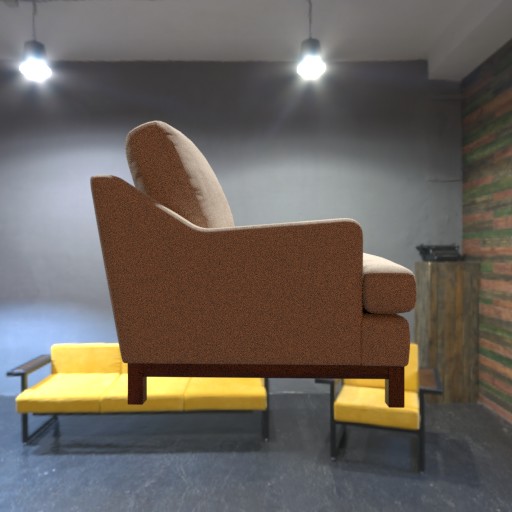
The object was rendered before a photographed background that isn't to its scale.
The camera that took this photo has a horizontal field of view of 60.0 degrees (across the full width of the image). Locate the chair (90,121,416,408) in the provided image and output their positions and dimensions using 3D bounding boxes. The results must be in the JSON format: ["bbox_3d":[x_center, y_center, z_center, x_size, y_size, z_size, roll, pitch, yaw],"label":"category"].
[{"bbox_3d":[0.000,0.000,1.777,1.001,0.916,0.912,0,0,2],"label":"chair"}]
